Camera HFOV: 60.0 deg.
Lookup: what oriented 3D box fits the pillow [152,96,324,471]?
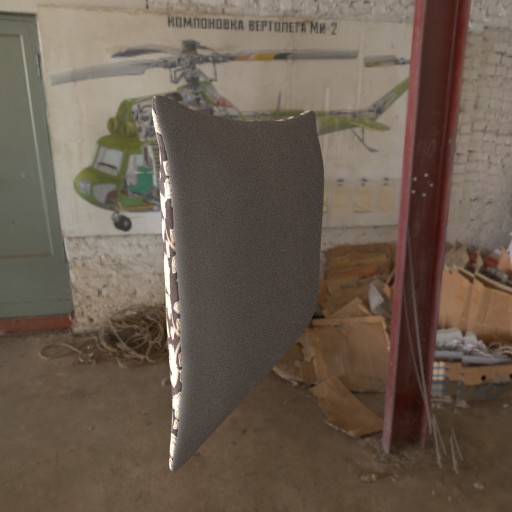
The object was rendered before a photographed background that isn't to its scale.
[{"bbox_3d":[0.000,0.000,0.785,0.166,0.507,0.526,8,18,25],"label":"pillow"}]
